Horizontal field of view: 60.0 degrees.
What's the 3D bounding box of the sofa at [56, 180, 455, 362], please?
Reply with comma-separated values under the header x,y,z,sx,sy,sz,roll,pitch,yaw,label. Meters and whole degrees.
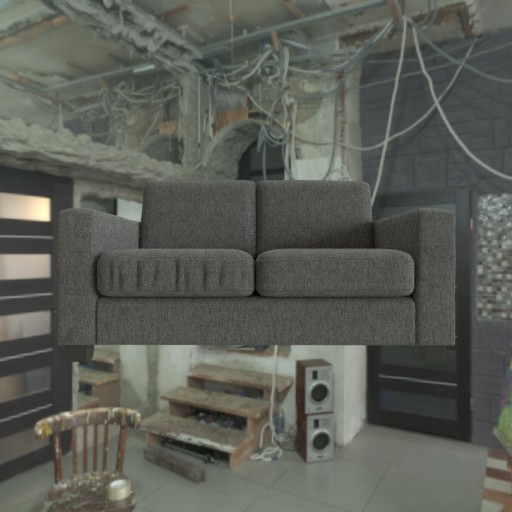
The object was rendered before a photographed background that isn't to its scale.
x,y,z,sx,sy,sz,roll,pitch,yaw,label
0.000,0.000,2.054,1.520,0.800,0.900,0,0,0,sofa
